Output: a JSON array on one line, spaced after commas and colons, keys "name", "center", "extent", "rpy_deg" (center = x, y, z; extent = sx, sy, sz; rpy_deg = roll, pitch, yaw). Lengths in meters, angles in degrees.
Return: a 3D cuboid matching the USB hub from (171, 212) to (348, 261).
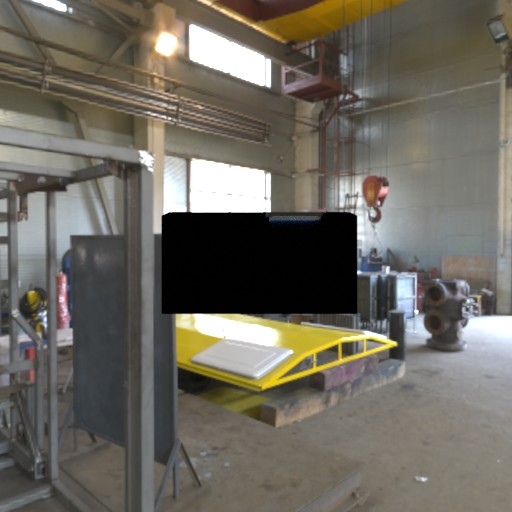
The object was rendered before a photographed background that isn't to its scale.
[{"name": "USB hub", "center": [0.000, 0.000, 0.156], "extent": [0.044, 0.023, 0.145], "rpy_deg": [0, 2, -1]}]
